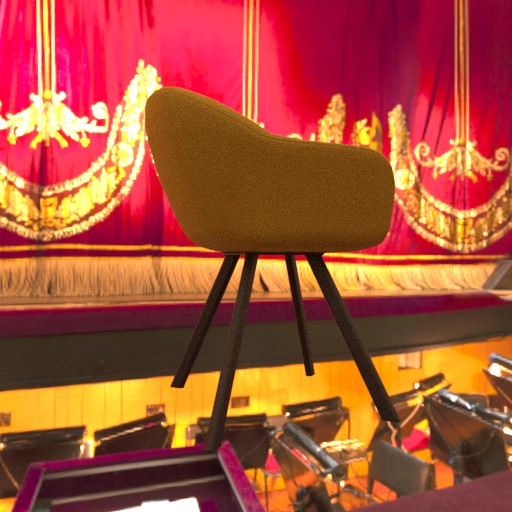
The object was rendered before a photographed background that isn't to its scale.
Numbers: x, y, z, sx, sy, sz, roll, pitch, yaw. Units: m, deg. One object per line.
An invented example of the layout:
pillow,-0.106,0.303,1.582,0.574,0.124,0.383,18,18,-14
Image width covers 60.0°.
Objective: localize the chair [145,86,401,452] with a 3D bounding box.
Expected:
chair,0.000,0.000,1.161,0.565,0.775,0.545,0,0,-19
